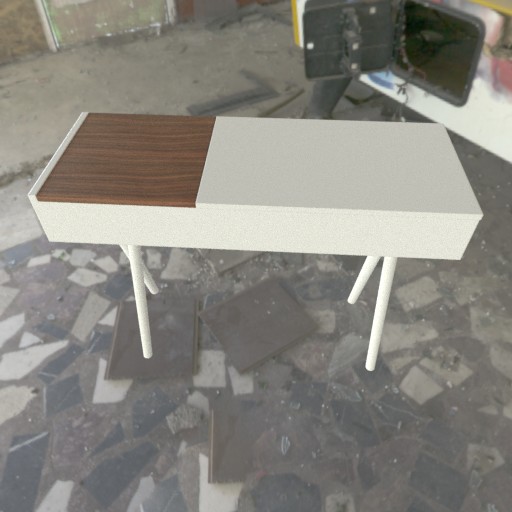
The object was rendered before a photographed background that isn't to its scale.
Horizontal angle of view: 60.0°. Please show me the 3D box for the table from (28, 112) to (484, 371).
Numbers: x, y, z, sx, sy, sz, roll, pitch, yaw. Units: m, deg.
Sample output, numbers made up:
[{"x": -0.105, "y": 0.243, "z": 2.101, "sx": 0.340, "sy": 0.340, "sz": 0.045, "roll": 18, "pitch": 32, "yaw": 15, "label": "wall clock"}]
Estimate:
[{"x": 0.000, "y": 0.000, "z": 1.461, "sx": 1.066, "sy": 0.785, "sz": 0.418, "roll": 3, "pitch": 47, "yaw": 2, "label": "table"}]
